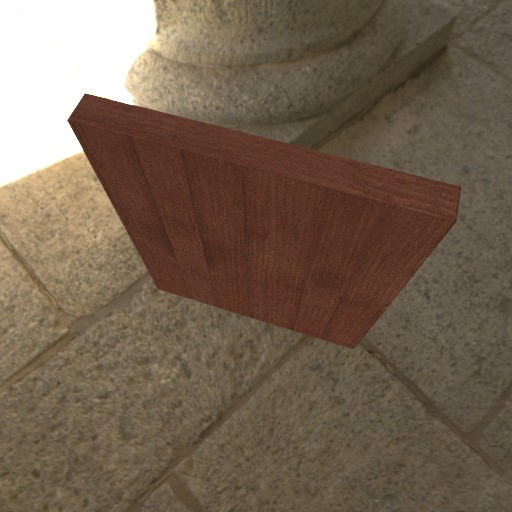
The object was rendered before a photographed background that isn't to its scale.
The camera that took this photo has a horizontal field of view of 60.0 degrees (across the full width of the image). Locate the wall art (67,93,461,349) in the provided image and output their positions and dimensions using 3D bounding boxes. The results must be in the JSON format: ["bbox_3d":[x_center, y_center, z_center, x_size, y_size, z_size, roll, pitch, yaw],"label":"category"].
[{"bbox_3d":[0.000,0.000,0.620,0.377,0.449,0.039,16,65,8],"label":"wall art"}]
